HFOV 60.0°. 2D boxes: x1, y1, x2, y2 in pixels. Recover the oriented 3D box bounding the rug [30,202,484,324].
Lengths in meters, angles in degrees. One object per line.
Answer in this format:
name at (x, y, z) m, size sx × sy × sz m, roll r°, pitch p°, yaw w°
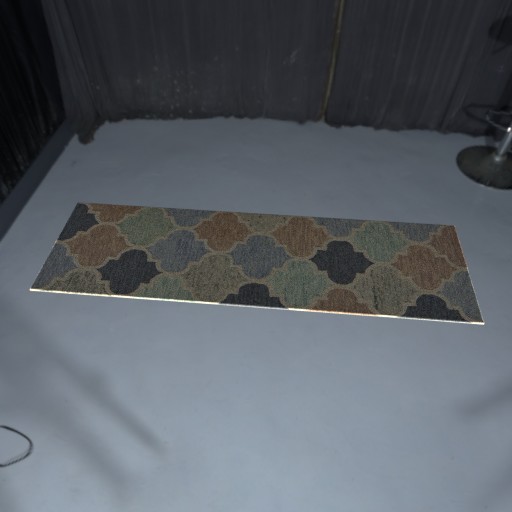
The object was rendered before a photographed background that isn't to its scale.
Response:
rug at (0.000, 0.000, 2.447) m, size 2.287 × 0.011 × 0.687 m, roll 4°, pitch 48°, yaw 3°
